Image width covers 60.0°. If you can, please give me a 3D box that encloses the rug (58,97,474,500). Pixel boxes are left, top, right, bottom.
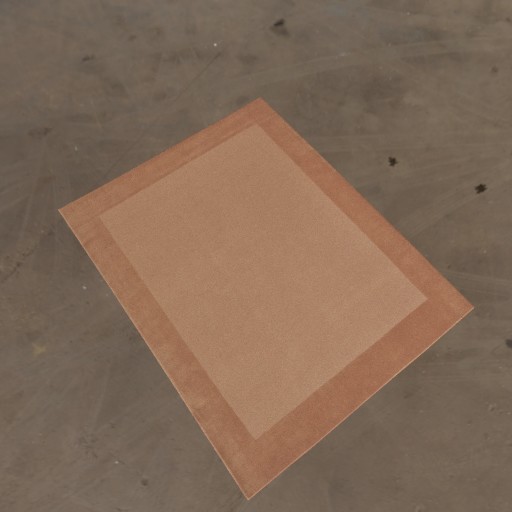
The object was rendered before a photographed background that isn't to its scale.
[{"bbox_3d":[0.000,0.000,4.025,2.431,0.021,3.057,-34,69,-15],"label":"rug"}]
